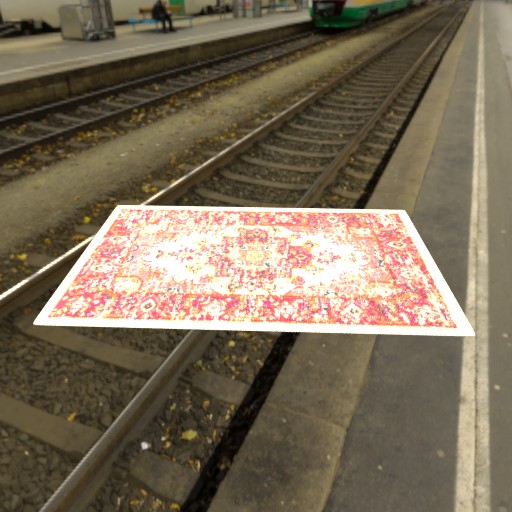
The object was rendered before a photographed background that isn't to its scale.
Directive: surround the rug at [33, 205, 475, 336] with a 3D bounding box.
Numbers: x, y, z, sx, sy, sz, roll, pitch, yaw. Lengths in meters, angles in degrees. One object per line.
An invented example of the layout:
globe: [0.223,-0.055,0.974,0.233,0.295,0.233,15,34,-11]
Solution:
rug: [0.000,0.000,1.102,0.868,0.004,0.556,1,31,2]
